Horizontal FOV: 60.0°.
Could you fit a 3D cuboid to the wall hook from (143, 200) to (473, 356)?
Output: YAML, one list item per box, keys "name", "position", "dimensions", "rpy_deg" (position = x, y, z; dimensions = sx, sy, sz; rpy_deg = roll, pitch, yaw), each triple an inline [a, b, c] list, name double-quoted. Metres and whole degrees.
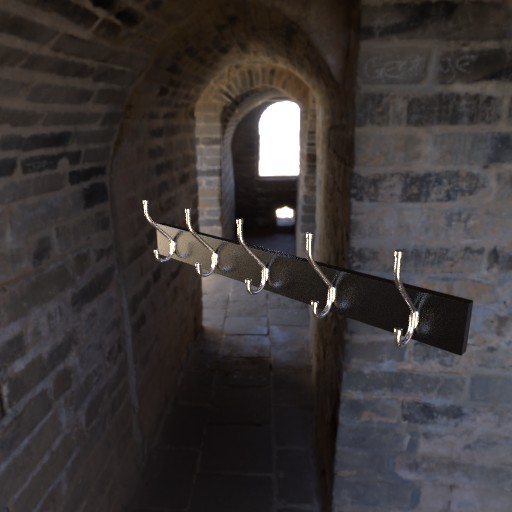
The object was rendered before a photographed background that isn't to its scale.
- name: "wall hook"
  position: [0.000, 0.000, 0.634]
  dimensions: [0.571, 0.117, 0.071]
  rpy_deg: [15, 22, 42]
